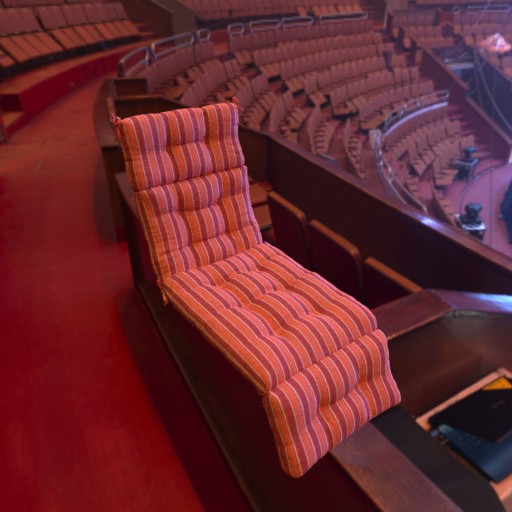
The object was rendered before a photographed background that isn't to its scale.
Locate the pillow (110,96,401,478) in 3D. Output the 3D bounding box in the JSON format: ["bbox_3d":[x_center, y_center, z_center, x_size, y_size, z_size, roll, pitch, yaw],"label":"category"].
[{"bbox_3d":[0.000,0.000,1.503,0.526,0.863,1.016,-21,36,-31],"label":"pillow"}]
